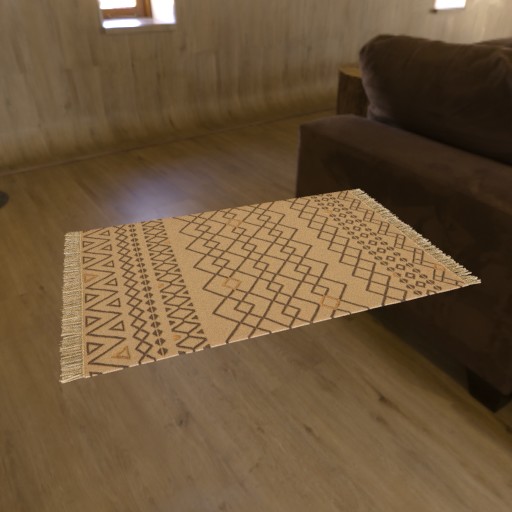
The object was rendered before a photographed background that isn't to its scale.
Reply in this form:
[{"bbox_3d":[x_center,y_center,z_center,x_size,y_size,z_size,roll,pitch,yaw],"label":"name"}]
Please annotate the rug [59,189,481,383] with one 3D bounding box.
[{"bbox_3d":[0.000,0.000,2.453,2.023,0.028,1.224,-11,34,-16],"label":"rug"}]
